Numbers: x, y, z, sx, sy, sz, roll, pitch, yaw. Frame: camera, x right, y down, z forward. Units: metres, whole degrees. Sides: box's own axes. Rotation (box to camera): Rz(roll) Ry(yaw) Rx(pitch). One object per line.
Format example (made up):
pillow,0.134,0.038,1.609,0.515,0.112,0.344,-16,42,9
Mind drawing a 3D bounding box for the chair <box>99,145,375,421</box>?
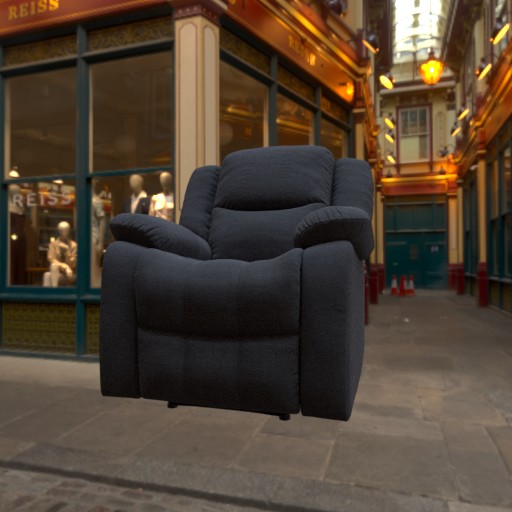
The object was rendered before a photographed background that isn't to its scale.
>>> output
chair,0.000,0.000,1.739,0.899,1.008,0.944,0,0,17
